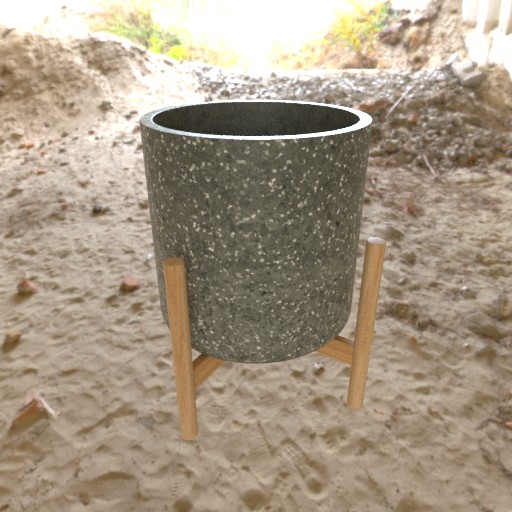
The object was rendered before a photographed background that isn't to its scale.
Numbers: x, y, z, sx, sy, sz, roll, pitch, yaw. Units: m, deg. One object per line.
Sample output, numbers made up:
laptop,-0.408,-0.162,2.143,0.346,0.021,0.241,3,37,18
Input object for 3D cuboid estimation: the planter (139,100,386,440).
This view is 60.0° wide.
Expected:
planter,0.000,0.000,0.684,0.360,0.419,0.360,-18,32,-31
